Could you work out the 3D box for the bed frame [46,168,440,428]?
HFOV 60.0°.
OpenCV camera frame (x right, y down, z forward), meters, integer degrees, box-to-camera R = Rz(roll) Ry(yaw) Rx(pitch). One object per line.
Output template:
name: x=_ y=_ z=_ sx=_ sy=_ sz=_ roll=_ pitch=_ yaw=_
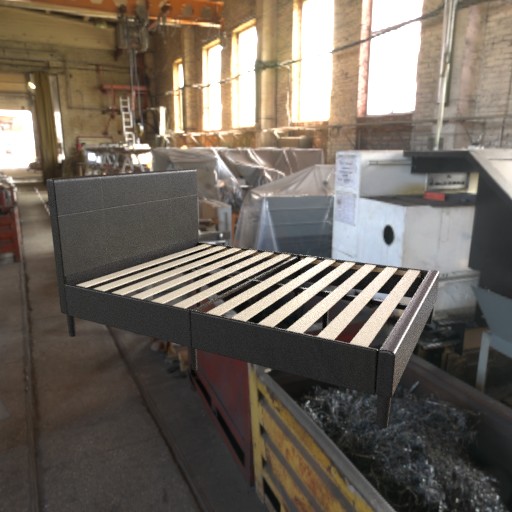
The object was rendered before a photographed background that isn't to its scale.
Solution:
bed frame: x=0.000 y=0.000 z=2.970 sx=2.152 sy=1.046 sz=1.469 roll=7 pitch=16 yaw=28
